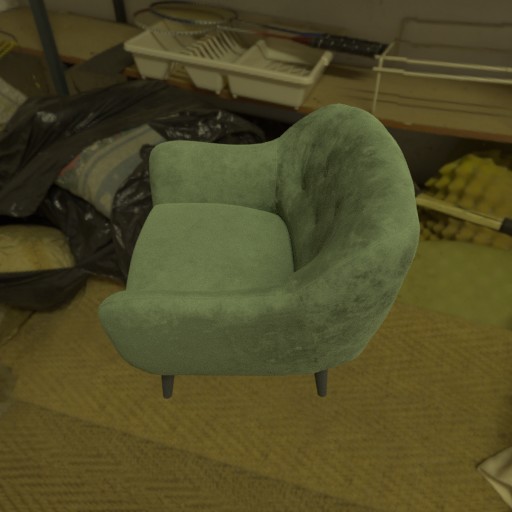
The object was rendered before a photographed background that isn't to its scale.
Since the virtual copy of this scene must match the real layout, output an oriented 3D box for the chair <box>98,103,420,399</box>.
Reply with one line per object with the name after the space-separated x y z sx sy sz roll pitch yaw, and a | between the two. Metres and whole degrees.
0.000 0.000 1.482 0.819 0.804 0.840 0 42 -1 | chair
